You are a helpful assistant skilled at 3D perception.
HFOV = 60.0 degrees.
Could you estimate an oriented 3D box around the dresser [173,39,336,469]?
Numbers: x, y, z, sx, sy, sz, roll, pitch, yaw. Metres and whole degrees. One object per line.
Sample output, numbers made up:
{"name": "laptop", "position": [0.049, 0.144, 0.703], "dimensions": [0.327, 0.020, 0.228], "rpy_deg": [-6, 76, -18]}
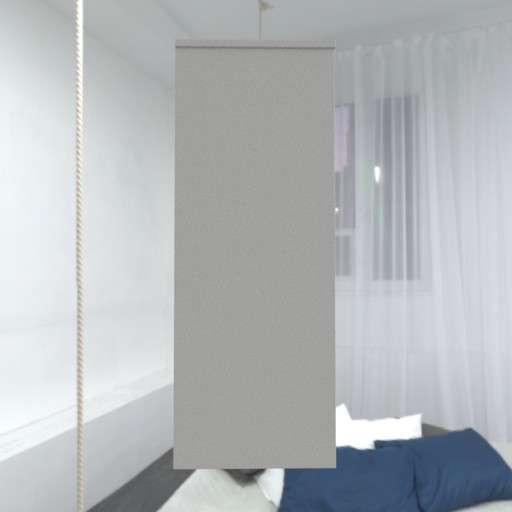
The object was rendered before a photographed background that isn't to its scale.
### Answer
{"name": "dresser", "position": [0.000, 0.000, 1.402], "dimensions": [0.401, 1.021, 0.704], "rpy_deg": [0, -1, -1]}
